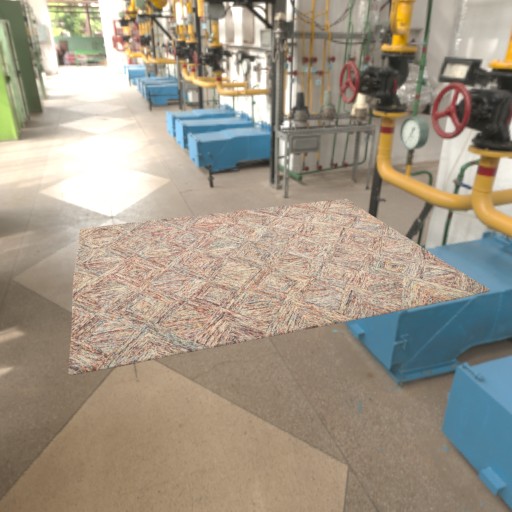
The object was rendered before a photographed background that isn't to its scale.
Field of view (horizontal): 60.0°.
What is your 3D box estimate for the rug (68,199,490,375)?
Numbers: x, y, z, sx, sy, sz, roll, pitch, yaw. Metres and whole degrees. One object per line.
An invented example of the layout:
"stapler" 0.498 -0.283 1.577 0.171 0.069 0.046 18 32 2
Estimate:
"rug" 0.000 0.000 4.169 3.226 0.024 2.436 -8 27 -16
